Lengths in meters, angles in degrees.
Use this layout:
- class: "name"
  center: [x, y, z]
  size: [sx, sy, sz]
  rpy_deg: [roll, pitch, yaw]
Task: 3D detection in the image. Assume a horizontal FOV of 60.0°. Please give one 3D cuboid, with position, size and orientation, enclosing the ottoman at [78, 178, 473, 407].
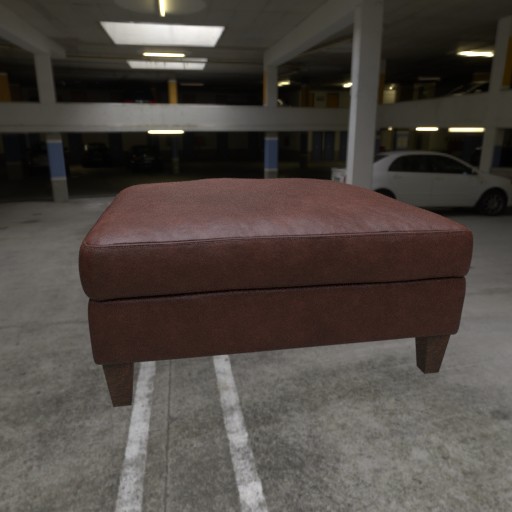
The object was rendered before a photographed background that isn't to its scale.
- class: "ottoman"
  center: [0.000, 0.000, 1.300]
  size: [0.844, 0.415, 0.836]
  rpy_deg: [-3, 17, -10]
